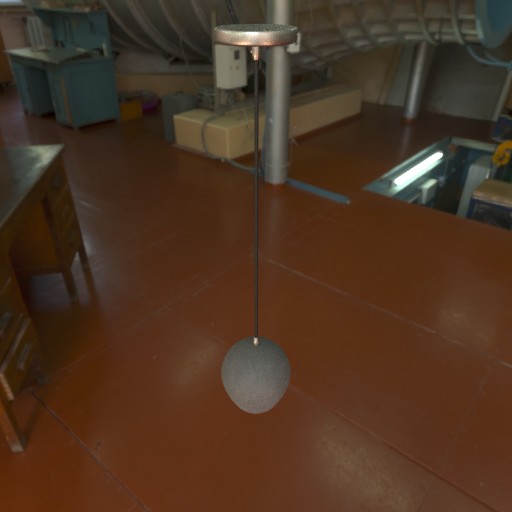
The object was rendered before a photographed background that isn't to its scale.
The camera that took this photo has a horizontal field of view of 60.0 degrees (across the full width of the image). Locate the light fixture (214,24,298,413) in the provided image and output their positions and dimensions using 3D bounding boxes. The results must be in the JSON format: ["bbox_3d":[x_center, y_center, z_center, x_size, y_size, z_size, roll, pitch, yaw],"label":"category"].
[{"bbox_3d":[0.000,0.000,0.826,0.153,0.760,0.153,-8,33,-13],"label":"light fixture"}]
